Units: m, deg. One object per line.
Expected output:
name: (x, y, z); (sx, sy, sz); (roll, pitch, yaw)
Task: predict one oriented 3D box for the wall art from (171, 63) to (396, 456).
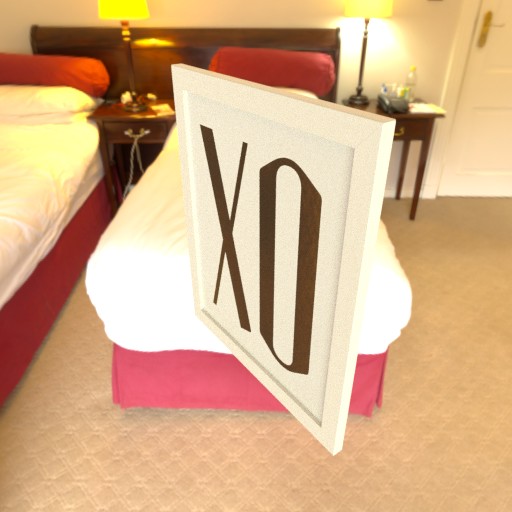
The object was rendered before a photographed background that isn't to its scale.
wall art: (0.000, 0.000, 0.733); (0.020, 0.536, 0.444); (-22, 38, -31)
